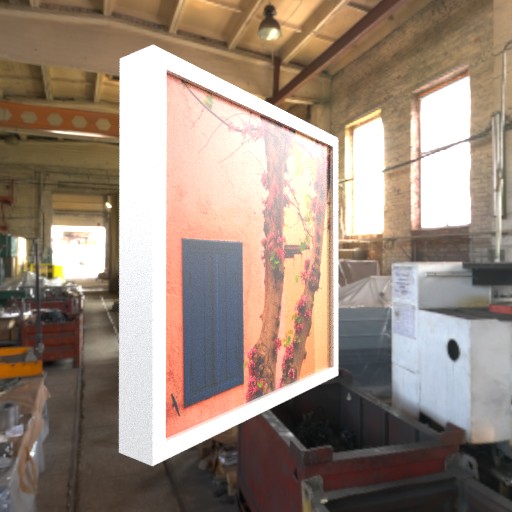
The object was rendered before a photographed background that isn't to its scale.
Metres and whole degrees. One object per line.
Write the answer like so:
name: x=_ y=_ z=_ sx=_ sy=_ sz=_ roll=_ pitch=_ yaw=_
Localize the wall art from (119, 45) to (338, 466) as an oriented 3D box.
wall art: x=0.000 y=0.000 z=0.451 sx=0.038 sy=0.302 sz=0.305 roll=0 pitch=0 yaw=36
